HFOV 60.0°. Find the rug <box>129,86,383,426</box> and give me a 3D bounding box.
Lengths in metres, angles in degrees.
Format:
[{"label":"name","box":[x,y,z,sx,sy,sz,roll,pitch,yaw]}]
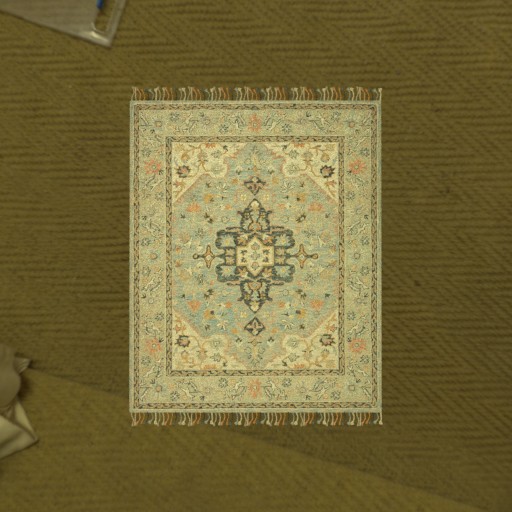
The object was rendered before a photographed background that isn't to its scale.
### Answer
[{"label":"rug","box":[0.000,0.000,3.457,1.971,0.010,2.651,0,90,0]}]
